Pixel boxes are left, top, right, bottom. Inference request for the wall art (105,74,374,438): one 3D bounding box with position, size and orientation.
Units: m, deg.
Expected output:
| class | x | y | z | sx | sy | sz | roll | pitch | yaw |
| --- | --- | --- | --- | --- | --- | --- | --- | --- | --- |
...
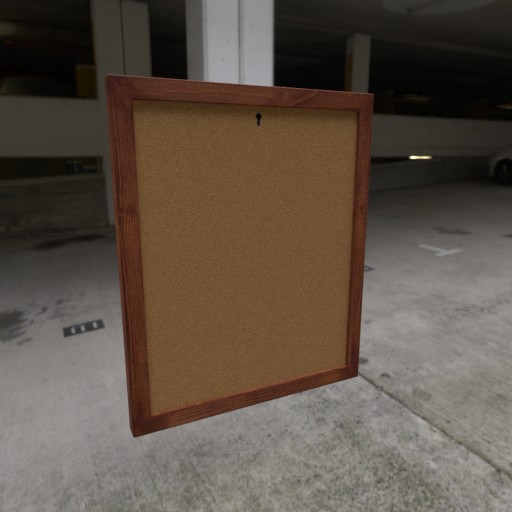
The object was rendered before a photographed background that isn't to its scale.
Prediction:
| class | x | y | z | sx | sy | sz | roll | pitch | yaw |
| --- | --- | --- | --- | --- | --- | --- | --- | --- | --- |
| wall art | 0.000 | 0.000 | 0.775 | 0.462 | 0.558 | 0.030 | -6 | 14 | -26 |
